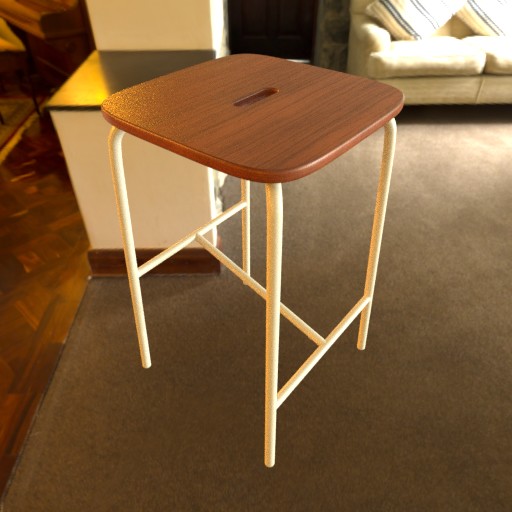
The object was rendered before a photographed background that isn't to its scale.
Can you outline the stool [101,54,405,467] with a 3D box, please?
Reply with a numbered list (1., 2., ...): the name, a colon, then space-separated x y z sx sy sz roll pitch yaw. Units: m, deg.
1. stool: 0.000 0.000 0.847 0.376 0.610 0.376 27 47 29
